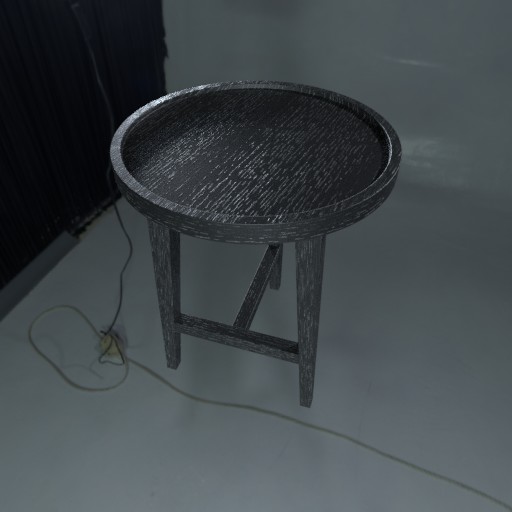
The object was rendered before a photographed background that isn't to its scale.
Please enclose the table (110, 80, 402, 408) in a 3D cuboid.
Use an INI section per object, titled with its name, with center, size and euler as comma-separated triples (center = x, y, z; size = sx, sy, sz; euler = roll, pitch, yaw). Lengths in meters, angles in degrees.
[table]
center = 0.000, 0.000, 0.777
size = 0.399, 0.460, 0.399
euler = 0, 43, 0
